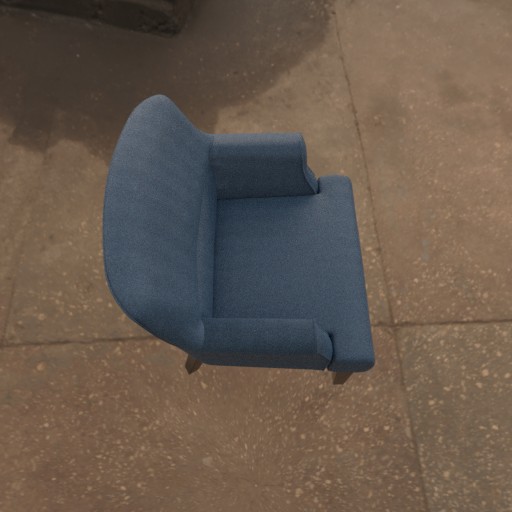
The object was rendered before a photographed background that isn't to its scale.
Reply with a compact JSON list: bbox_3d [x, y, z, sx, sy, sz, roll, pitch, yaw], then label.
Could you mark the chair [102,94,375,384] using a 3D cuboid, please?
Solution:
[{"bbox_3d":[0.000,0.000,1.491,0.754,0.878,0.770,0,63,0],"label":"chair"}]
